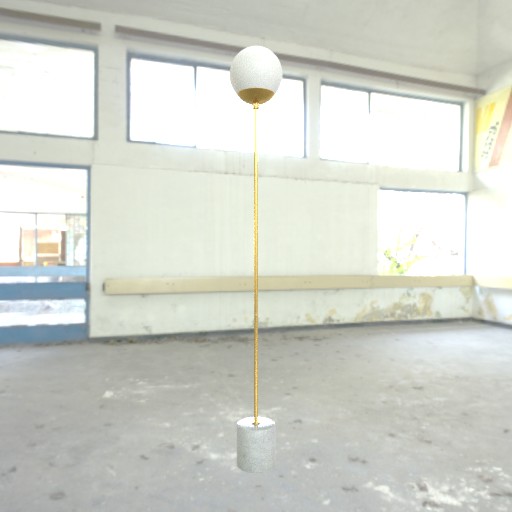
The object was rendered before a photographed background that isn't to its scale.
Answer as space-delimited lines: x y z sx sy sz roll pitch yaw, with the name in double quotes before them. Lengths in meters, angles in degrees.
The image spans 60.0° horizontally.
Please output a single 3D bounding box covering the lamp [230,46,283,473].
"lamp" 0.000 0.000 1.869 0.224 1.753 0.224 0 0 -17
